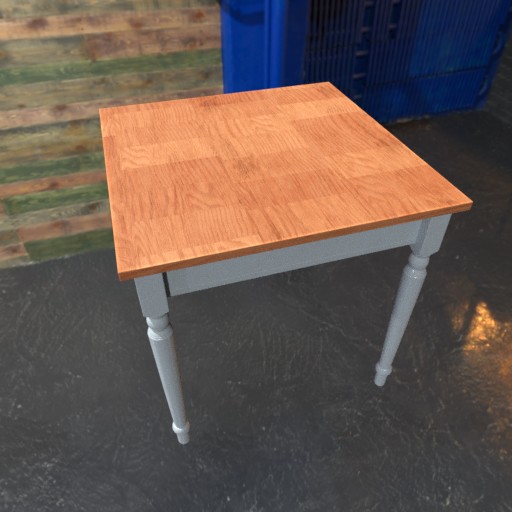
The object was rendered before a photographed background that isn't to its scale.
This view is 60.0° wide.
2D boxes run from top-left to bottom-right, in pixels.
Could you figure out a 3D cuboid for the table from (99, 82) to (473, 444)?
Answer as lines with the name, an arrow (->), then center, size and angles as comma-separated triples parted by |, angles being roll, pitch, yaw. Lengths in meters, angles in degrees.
table -> 0.000, 0.000, 1.381 | 0.747, 0.738, 0.747 | -12, 42, -13
